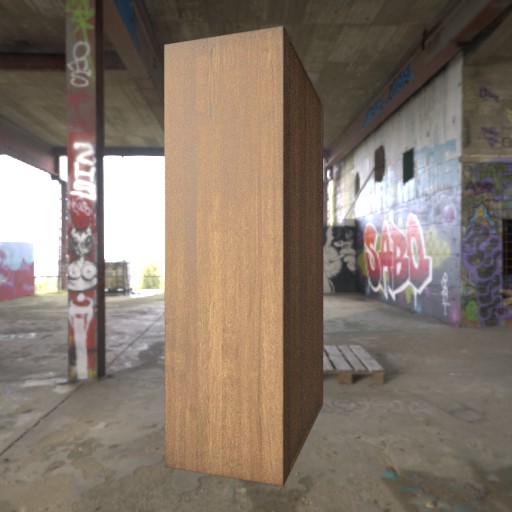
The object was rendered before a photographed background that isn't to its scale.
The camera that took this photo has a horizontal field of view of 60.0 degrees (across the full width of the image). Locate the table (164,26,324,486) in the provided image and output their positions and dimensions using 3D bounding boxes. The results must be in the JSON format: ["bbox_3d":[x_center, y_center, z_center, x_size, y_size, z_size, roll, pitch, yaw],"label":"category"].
[{"bbox_3d":[0.000,0.000,2.536,0.600,2.000,1.100,0,0,18],"label":"table"}]
